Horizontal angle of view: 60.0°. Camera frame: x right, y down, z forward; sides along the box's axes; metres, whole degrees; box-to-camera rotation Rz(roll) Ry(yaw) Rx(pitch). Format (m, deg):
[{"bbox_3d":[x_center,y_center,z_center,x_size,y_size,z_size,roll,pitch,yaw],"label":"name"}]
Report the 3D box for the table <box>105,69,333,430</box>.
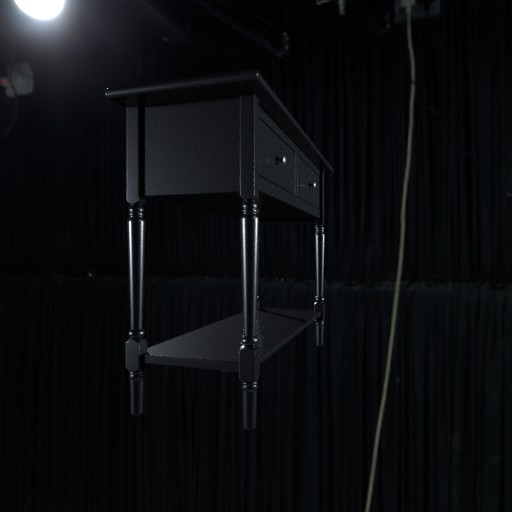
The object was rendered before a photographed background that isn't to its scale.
[{"bbox_3d":[0.000,0.000,1.581,0.386,0.819,1.191,0,0,18],"label":"table"}]
